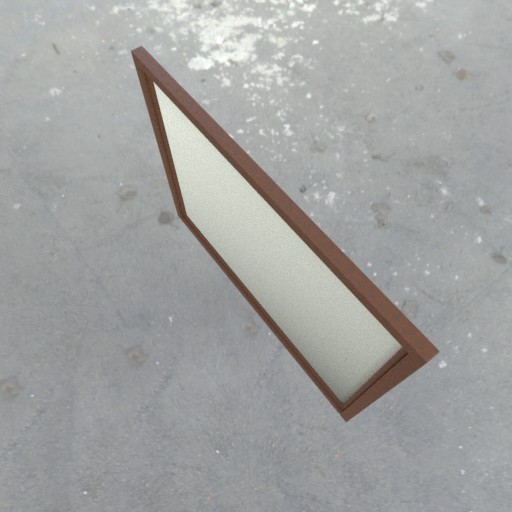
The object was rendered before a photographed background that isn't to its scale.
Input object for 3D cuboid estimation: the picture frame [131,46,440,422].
[{"bbox_3d":[0.000,0.000,1.703,0.045,1.018,1.329,-34,67,-16],"label":"picture frame"}]
